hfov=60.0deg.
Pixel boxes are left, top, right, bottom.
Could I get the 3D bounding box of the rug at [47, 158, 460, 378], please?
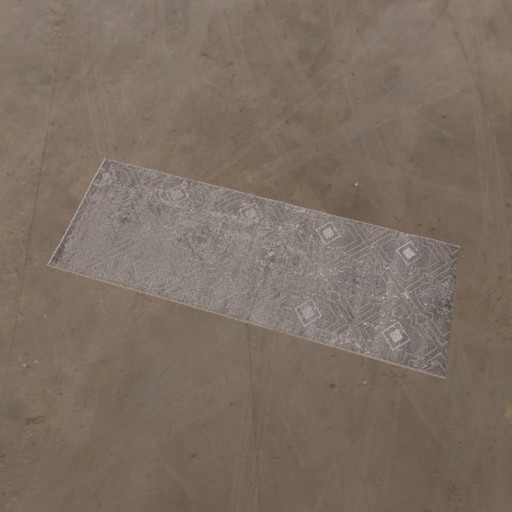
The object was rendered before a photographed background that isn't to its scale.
[{"bbox_3d":[0.000,0.000,2.704,2.381,0.035,0.832,15,66,7],"label":"rug"}]
